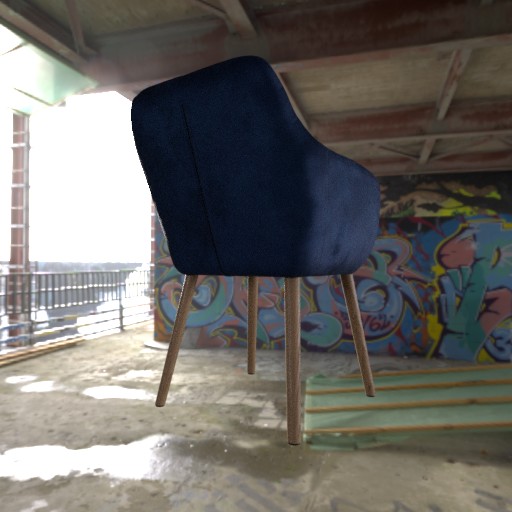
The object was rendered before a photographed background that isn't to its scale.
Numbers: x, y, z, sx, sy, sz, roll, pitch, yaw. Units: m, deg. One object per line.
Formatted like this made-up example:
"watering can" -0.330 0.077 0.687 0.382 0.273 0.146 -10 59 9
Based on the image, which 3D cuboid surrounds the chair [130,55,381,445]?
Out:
"chair" 0.000 0.000 1.225 0.578 0.826 0.573 -1 -1 36
